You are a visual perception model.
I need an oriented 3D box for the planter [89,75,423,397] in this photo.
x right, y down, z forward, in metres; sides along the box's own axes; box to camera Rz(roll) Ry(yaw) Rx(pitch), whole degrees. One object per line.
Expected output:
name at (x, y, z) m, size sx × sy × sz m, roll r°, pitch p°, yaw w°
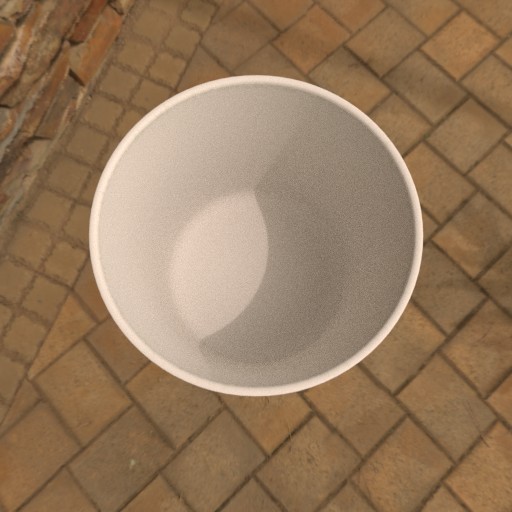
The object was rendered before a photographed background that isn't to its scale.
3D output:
planter at (0.000, 0.000, 0.777) m, size 0.440 × 0.398 × 0.440 m, roll 0°, pitch 77°, yaw 0°
